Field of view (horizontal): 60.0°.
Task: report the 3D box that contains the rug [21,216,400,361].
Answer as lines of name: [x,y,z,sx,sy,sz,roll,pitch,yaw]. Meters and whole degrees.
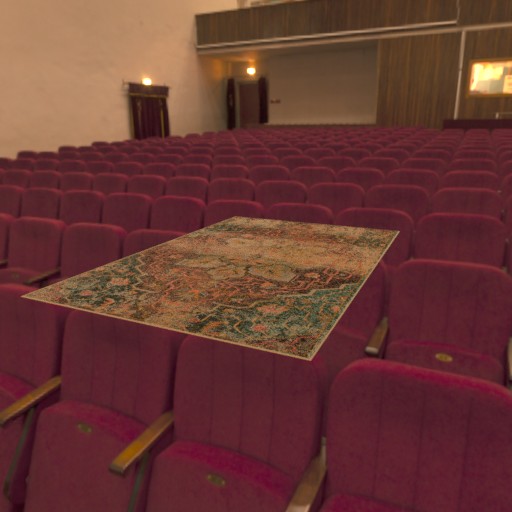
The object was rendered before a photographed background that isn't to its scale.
rug: [0.000,0.000,2.937,1.566,0.004,2.363,8,18,25]
